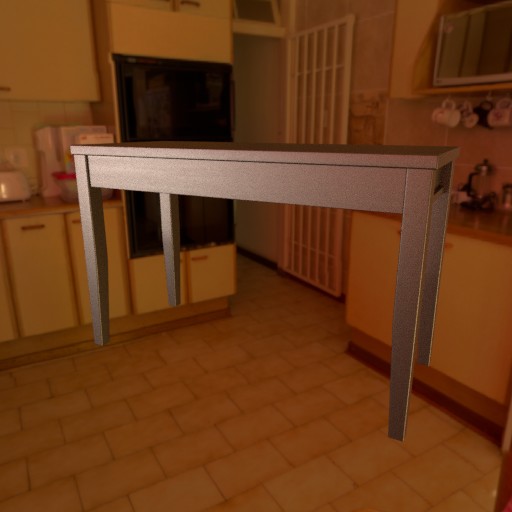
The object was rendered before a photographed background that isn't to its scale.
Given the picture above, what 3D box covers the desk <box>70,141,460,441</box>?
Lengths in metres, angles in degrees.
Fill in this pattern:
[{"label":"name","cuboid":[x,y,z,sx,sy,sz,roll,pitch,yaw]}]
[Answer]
[{"label":"desk","cuboid":[0.000,0.000,1.601,1.220,0.775,0.508,9,18,28]}]
